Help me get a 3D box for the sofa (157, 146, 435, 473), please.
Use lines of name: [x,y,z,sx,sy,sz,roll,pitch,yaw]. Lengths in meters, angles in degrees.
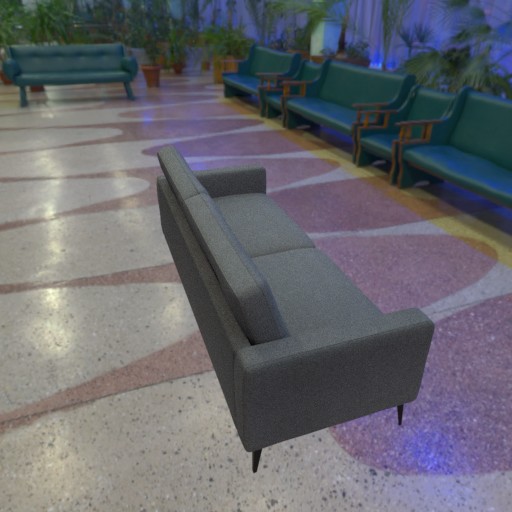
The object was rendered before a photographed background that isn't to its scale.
sofa: [0.000,0.000,2.405,0.774,0.828,1.925,-10,32,-17]
